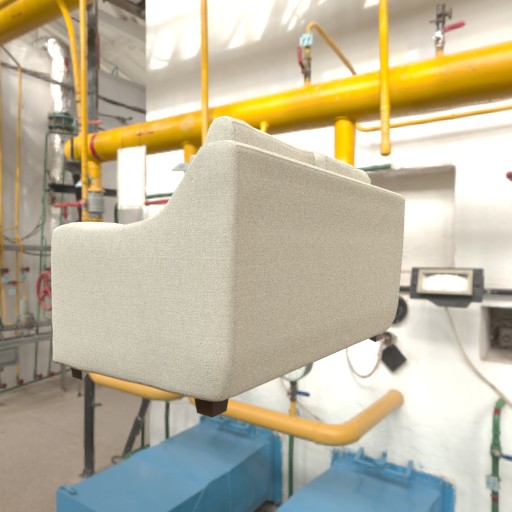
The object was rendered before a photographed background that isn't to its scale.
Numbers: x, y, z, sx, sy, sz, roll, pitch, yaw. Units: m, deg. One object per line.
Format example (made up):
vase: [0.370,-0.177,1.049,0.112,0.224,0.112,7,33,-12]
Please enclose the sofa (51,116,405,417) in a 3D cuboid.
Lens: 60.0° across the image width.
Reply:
sofa: [0.000,0.000,2.305,1.040,1.047,1.744,0,1,36]
